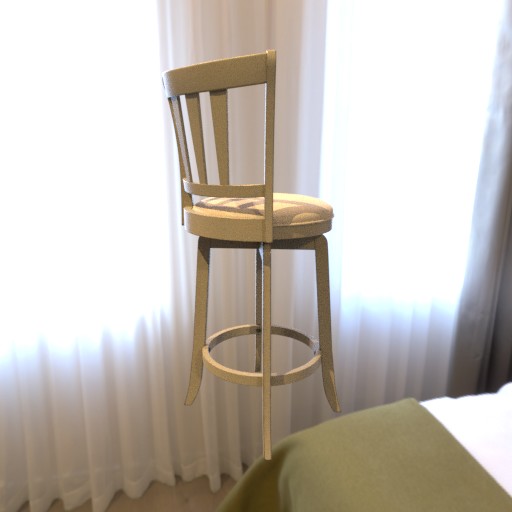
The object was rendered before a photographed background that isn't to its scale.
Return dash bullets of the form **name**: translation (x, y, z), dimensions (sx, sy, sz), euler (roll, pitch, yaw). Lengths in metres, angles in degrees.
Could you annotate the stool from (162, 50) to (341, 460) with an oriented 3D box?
- **stool**: translation (0.000, 0.000, 1.328), dimensions (0.475, 1.042, 0.436), euler (-13, 19, -43)
